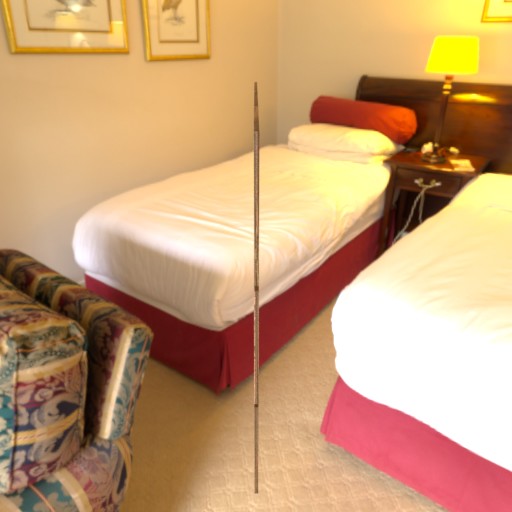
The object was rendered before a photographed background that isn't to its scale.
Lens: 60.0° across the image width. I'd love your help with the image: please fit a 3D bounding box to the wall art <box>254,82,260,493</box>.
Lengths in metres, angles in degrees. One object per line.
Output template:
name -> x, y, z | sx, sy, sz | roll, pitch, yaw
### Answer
wall art -> 0.000, 0.000, 1.792 | 0.013, 1.213, 1.215 | 0, 26, 0
